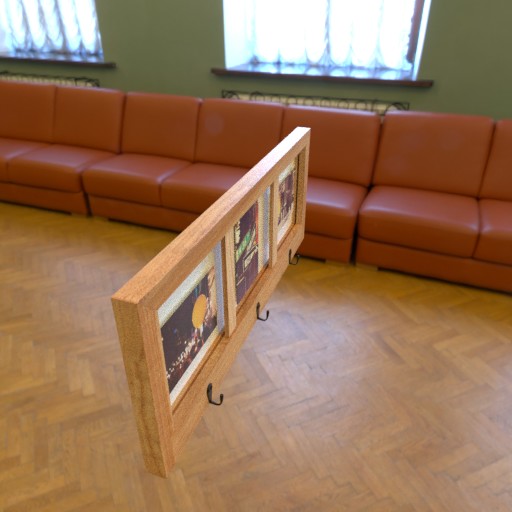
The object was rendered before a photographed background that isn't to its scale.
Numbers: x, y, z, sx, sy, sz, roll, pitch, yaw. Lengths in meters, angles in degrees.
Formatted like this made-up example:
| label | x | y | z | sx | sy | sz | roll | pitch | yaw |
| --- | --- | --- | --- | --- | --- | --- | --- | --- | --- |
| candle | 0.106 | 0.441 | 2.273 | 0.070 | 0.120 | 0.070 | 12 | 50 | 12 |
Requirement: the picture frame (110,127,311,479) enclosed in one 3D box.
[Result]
| label | x | y | z | sx | sy | sz | roll | pitch | yaw |
| --- | --- | --- | --- | --- | --- | --- | --- | --- | --- |
| picture frame | 0.000 | 0.000 | 0.654 | 0.045 | 0.234 | 0.582 | 10 | 32 | 17 |
